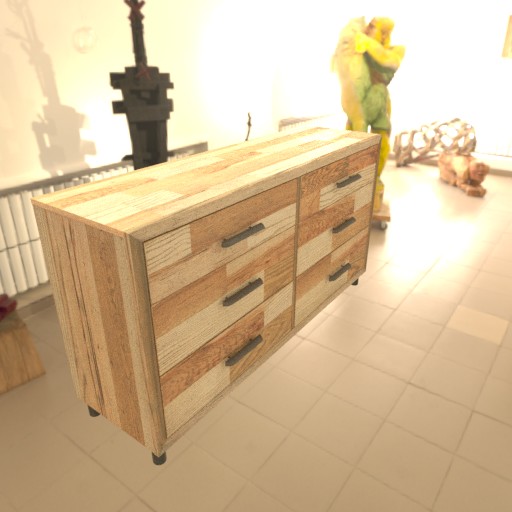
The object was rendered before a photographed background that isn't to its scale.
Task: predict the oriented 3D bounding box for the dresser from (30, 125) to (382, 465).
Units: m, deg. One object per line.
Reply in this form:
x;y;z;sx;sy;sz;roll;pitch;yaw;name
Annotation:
0.000;0.000;1.898;0.487;0.834;1.547;18;31;32;dresser
